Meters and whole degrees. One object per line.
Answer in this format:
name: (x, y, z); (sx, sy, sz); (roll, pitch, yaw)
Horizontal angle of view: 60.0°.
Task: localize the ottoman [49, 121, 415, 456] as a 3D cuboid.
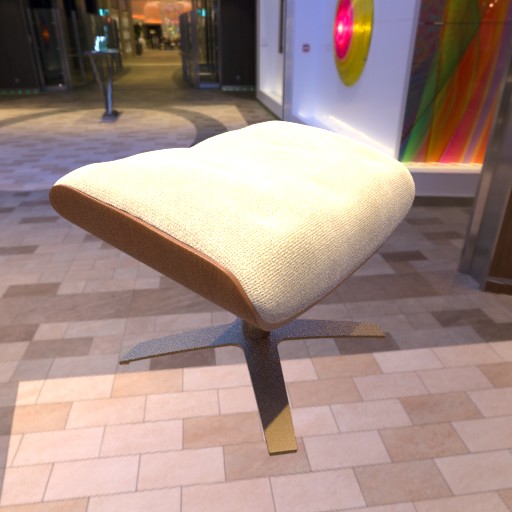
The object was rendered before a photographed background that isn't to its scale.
ottoman: (0.000, 0.000, 0.784); (0.394, 0.391, 0.520); (18, 32, 32)
